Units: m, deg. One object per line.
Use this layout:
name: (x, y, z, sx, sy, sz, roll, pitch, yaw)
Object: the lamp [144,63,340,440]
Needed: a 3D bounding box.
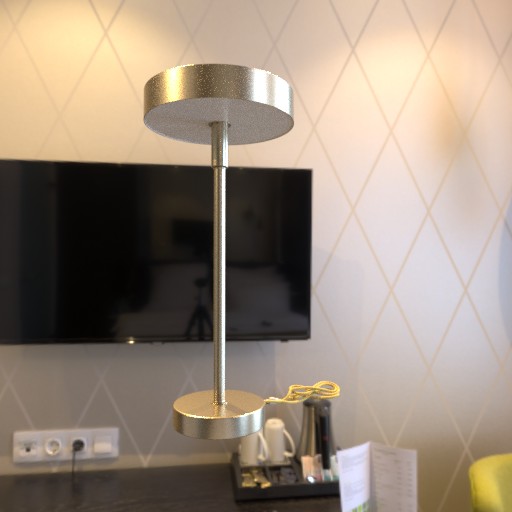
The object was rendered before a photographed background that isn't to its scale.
lamp: (0.000, 0.000, 0.723, 0.369, 0.508, 0.229, 1, -2, -37)
